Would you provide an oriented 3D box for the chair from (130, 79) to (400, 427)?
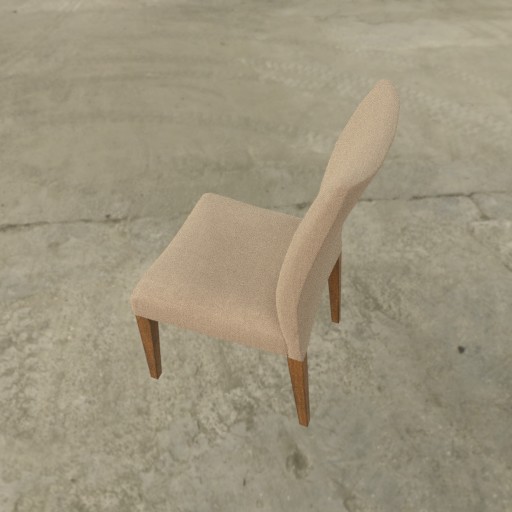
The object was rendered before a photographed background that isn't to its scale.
[{"bbox_3d":[0.000,0.000,1.272,0.585,0.940,0.496,15,48,14],"label":"chair"}]
